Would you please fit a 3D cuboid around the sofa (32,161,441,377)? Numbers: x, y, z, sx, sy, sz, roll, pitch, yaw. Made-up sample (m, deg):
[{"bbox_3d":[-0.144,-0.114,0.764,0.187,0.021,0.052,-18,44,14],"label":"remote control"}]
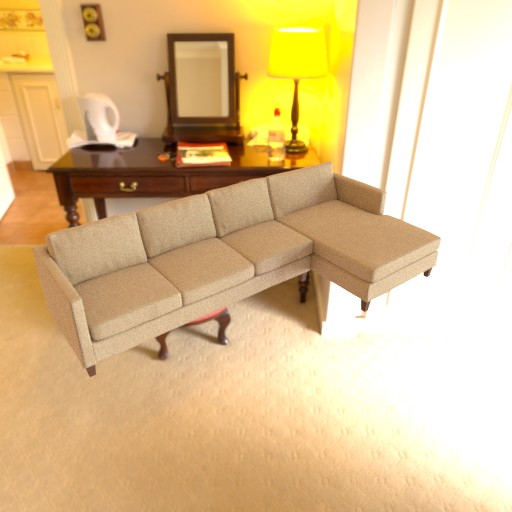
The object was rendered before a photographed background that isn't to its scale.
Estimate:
[{"bbox_3d":[0.000,0.000,3.846,3.186,0.846,1.625,-21,36,-32],"label":"sofa"}]
